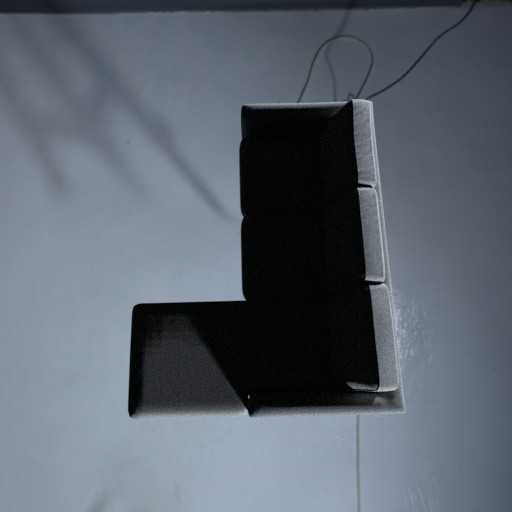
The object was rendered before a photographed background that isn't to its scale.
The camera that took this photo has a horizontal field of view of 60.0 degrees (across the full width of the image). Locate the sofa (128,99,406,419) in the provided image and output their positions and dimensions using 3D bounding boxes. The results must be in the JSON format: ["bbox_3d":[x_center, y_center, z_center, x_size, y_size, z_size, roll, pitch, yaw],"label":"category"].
[{"bbox_3d":[0.000,0.000,3.005,1.667,0.957,2.055,-2,75,0],"label":"sofa"}]
